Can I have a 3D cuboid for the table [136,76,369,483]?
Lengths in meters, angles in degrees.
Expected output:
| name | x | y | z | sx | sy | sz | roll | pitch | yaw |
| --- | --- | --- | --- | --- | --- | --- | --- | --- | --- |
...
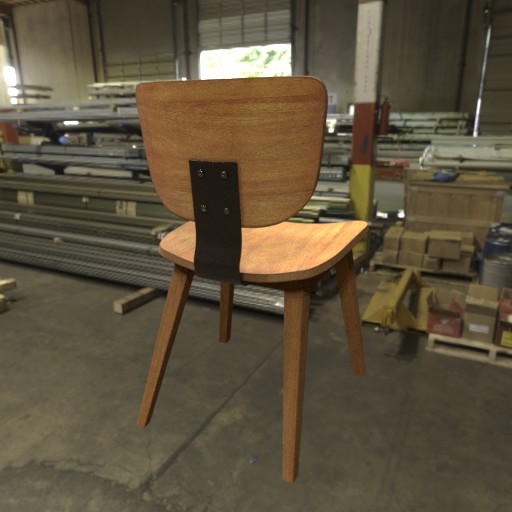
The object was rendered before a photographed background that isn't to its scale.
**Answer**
| name | x | y | z | sx | sy | sz | roll | pitch | yaw |
| --- | --- | --- | --- | --- | --- | --- | --- | --- | --- |
| table | 0.000 | 0.000 | 1.114 | 0.499 | 0.805 | 0.500 | 8 | 19 | 25 |
